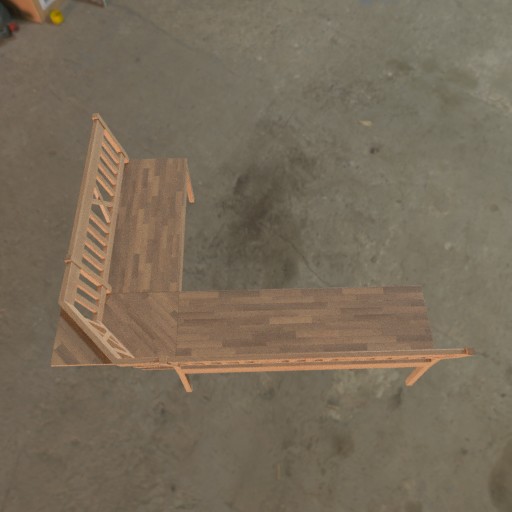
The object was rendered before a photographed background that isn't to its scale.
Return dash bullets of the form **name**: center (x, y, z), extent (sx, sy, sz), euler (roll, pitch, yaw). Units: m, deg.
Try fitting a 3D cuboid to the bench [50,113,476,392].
- **bench**: center (0.000, 0.000, 2.739), extent (1.937, 0.902, 1.537), euler (-1, 62, -1)
